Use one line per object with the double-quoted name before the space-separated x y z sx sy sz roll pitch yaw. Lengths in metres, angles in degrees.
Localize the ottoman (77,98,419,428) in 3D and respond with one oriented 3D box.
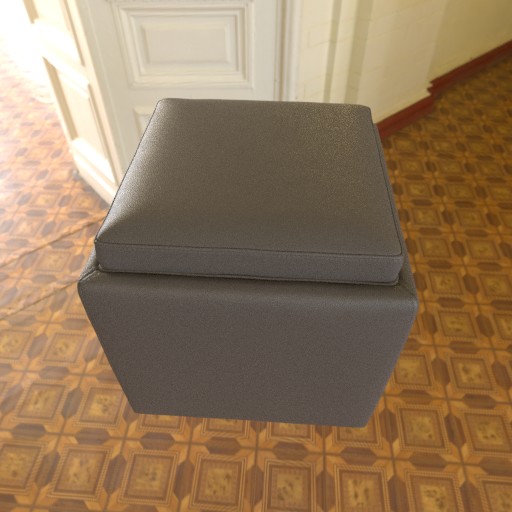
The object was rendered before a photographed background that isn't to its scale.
"ottoman" 0.000 0.000 0.813 0.451 0.460 0.450 3 46 3
